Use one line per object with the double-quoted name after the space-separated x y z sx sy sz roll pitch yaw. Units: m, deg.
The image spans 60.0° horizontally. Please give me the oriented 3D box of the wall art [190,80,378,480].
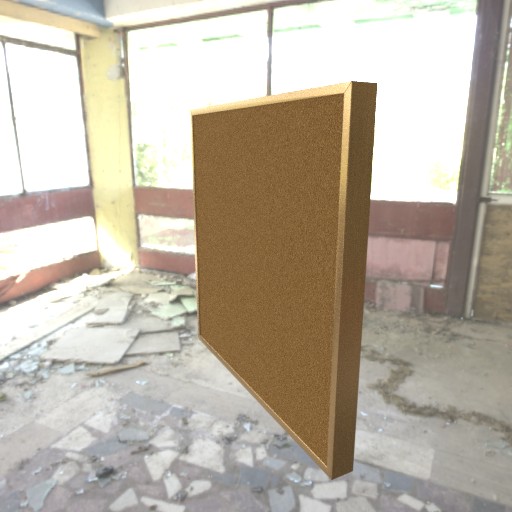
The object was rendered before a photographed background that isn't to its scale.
0.000 0.000 0.758 0.037 0.505 0.505 -8 16 -27 "wall art"
